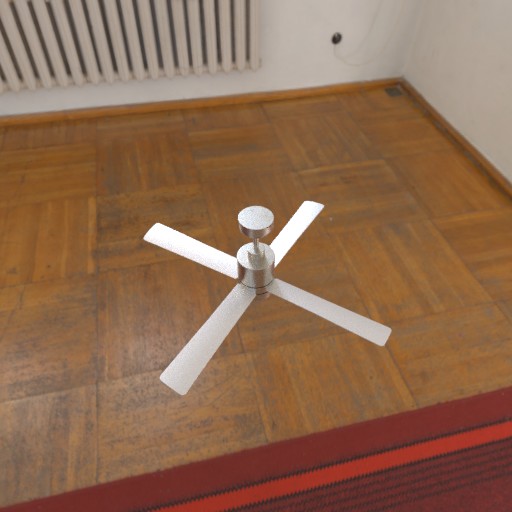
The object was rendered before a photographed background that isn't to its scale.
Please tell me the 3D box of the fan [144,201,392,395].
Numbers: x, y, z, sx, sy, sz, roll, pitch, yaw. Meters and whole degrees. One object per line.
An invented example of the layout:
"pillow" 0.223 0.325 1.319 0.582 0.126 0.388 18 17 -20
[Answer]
"fan" 0.000 0.000 2.335 1.525 0.539 1.525 24 51 21
